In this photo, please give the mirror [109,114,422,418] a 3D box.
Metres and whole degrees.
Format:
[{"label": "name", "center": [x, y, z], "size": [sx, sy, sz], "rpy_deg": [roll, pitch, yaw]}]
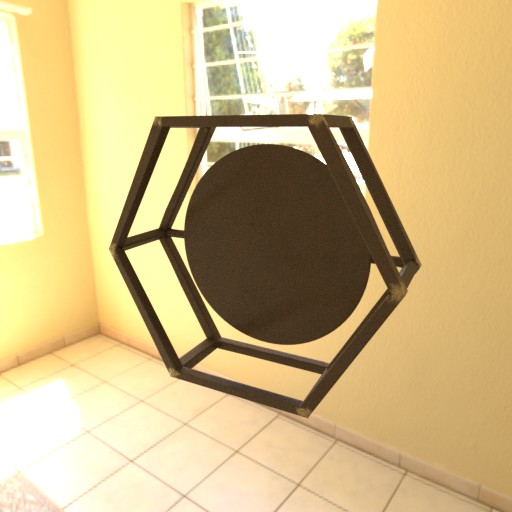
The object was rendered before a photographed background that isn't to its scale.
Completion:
[{"label": "mirror", "center": [0.000, 0.000, 0.556], "size": [0.380, 0.334, 0.119], "rpy_deg": [8, 18, 26]}]
